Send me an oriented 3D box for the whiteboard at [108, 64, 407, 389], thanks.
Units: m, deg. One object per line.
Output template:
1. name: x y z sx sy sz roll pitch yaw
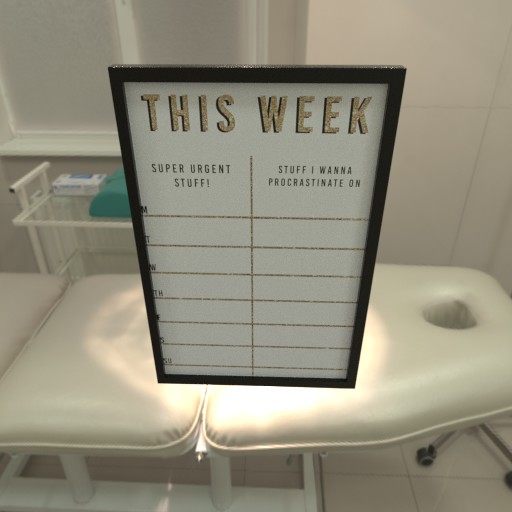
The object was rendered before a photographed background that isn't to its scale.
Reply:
1. whiteboard: 0.000 0.000 0.767 0.406 0.611 0.026 1 31 2
